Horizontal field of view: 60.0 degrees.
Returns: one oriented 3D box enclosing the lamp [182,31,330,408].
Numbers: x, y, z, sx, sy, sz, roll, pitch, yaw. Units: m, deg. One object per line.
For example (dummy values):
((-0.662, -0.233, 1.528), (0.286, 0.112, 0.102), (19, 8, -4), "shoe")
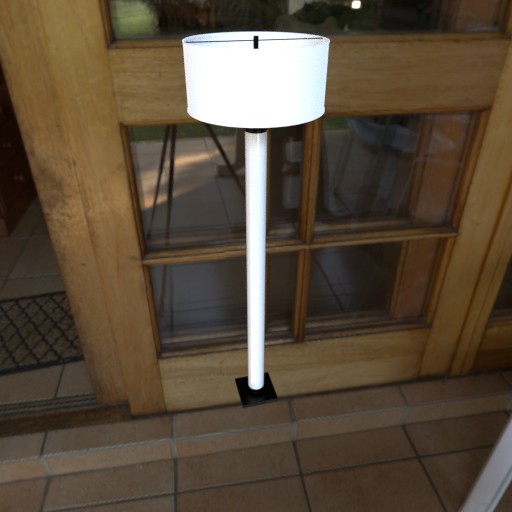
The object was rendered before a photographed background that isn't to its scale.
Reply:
((0.000, 0.000, 1.650), (0.420, 1.475, 0.420), (-8, 33, -12), "lamp")
